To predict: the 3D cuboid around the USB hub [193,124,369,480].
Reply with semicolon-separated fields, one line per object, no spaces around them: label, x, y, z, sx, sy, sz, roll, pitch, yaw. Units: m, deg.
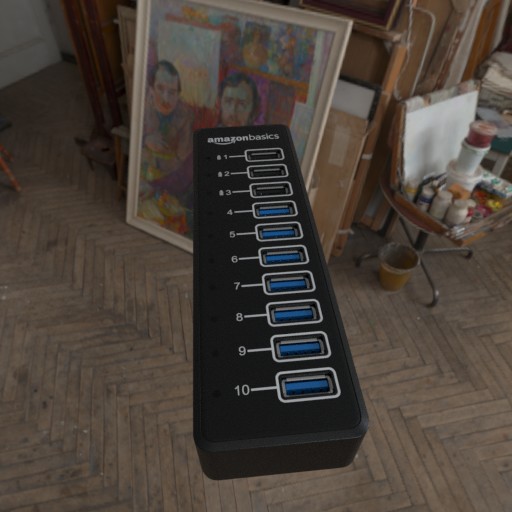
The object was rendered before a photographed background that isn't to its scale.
USB hub;0.000;0.000;0.164;0.044;0.023;0.145;-4;47;-4
